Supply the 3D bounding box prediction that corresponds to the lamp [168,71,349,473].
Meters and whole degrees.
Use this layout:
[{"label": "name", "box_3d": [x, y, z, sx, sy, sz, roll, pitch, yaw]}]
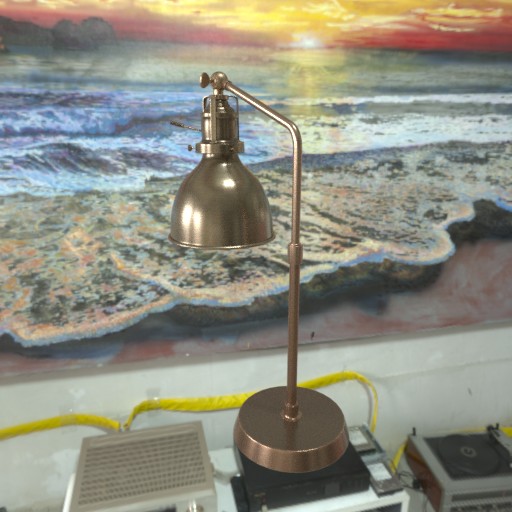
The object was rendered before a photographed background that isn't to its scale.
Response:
[{"label": "lamp", "box_3d": [0.000, 0.000, 0.574, 0.153, 0.456, 0.286, -15, 22, -42]}]
